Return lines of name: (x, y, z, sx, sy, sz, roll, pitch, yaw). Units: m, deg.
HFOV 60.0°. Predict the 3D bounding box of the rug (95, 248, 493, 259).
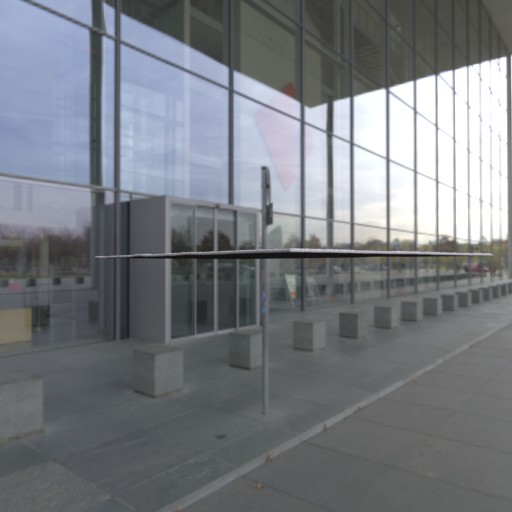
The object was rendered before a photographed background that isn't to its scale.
rug: (0.000, 0.000, 1.063, 0.515, 0.007, 0.867, 1, -1, -36)
